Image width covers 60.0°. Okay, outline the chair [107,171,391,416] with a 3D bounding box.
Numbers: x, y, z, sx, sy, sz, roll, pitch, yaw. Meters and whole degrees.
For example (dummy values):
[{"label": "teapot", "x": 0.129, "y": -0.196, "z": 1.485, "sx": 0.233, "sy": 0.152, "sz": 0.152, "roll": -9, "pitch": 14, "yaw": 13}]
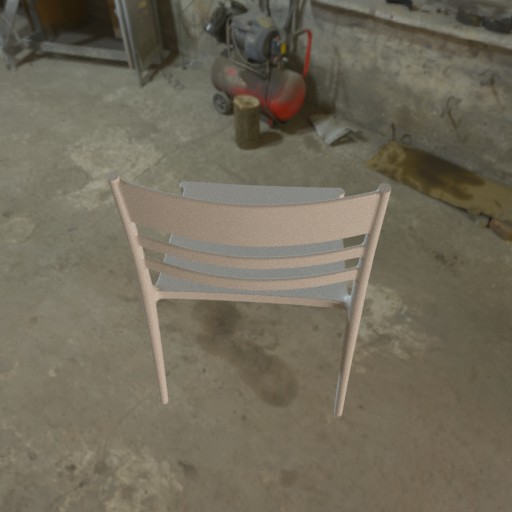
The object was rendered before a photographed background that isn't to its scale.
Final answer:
[{"label": "chair", "x": 0.000, "y": 0.000, "z": 1.163, "sx": 0.531, "sy": 0.800, "sz": 0.511, "roll": 3, "pitch": 46, "yaw": 3}]
